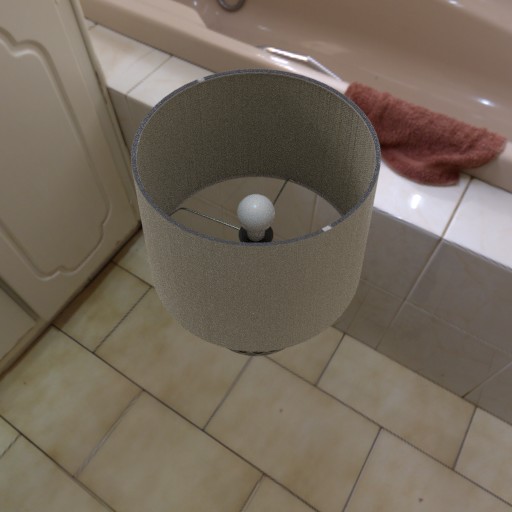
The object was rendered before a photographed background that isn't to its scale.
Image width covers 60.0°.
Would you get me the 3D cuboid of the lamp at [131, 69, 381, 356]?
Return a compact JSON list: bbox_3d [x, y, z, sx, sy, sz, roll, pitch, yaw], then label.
[{"bbox_3d":[0.000,0.000,0.808,0.376,0.540,0.376,0,57,0],"label":"lamp"}]
